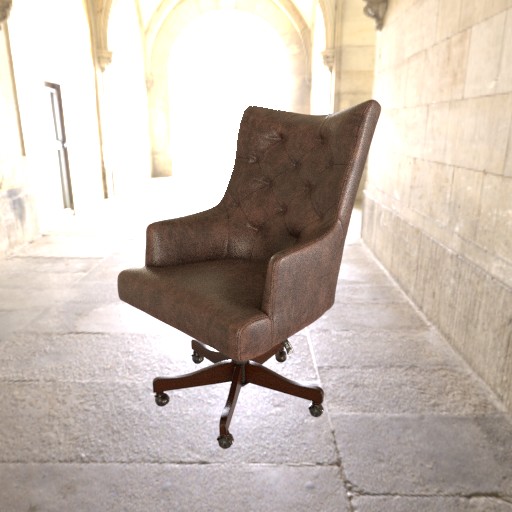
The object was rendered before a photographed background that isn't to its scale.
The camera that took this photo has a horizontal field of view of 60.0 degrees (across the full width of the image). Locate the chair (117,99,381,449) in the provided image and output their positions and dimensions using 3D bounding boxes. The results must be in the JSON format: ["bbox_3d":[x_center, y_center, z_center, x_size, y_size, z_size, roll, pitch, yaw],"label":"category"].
[{"bbox_3d":[0.000,0.000,1.553,0.641,1.035,0.762,16,22,43],"label":"chair"}]
